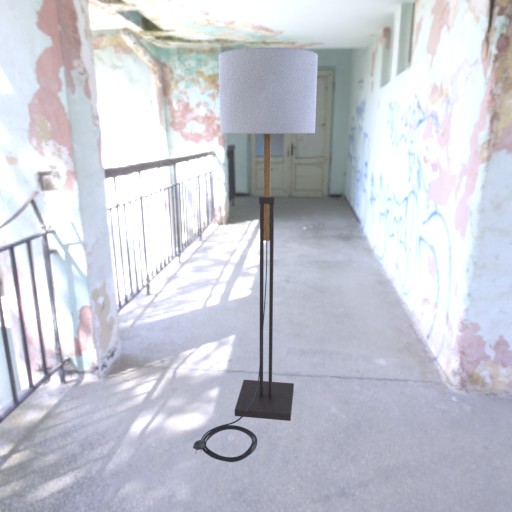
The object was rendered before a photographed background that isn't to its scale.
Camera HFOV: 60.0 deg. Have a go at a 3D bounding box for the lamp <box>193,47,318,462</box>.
[{"bbox_3d":[0.000,0.000,1.948,0.474,1.650,0.639,2,16,8],"label":"lamp"}]
